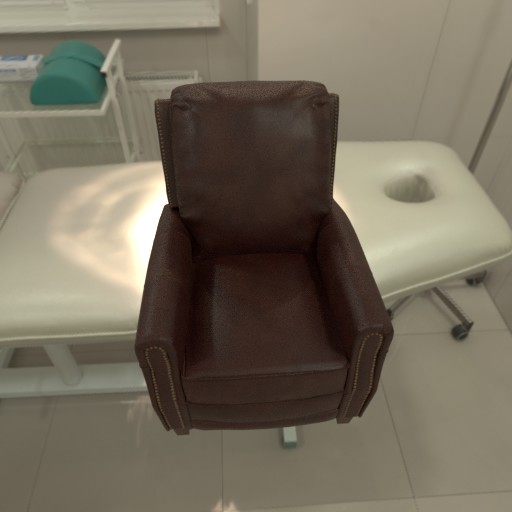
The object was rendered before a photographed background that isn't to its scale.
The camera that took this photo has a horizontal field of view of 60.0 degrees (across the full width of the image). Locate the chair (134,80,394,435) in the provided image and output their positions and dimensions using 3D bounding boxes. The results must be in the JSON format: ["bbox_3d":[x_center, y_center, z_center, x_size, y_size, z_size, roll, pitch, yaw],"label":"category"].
[{"bbox_3d":[0.000,0.000,1.764,0.826,1.022,1.089,-3,46,-3],"label":"chair"}]
